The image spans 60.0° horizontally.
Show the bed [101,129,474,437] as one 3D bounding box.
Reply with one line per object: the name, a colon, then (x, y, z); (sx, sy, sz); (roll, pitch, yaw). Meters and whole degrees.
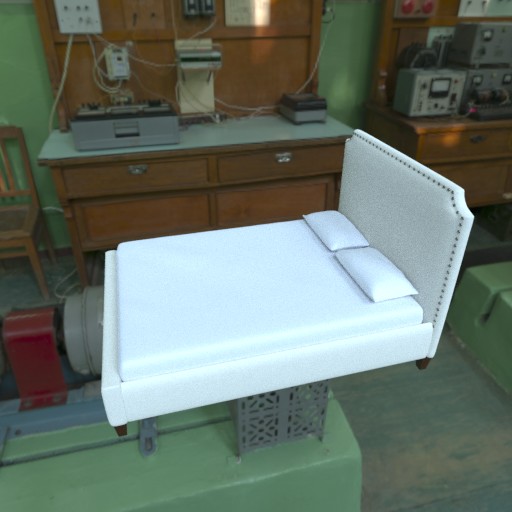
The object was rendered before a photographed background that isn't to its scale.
bed: (0.000, 0.000, 3.447); (2.372, 1.443, 1.712); (-8, 32, -13)
